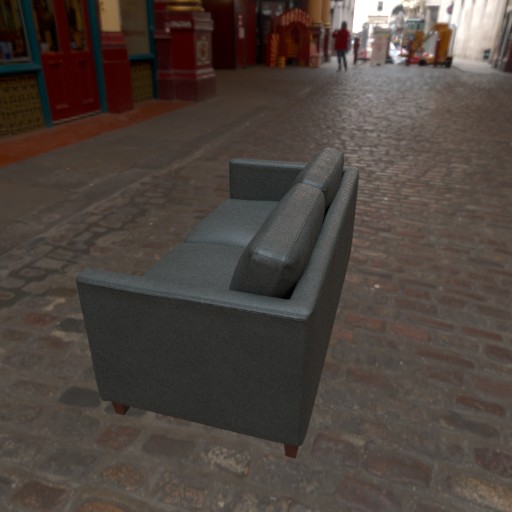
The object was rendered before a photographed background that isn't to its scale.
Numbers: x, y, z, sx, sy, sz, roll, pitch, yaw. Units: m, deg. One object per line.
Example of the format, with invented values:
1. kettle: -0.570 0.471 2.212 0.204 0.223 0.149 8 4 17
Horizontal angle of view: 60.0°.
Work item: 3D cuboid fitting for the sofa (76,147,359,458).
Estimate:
1. sofa: 0.000 0.000 2.495 0.951 0.933 1.883 8 28 15
